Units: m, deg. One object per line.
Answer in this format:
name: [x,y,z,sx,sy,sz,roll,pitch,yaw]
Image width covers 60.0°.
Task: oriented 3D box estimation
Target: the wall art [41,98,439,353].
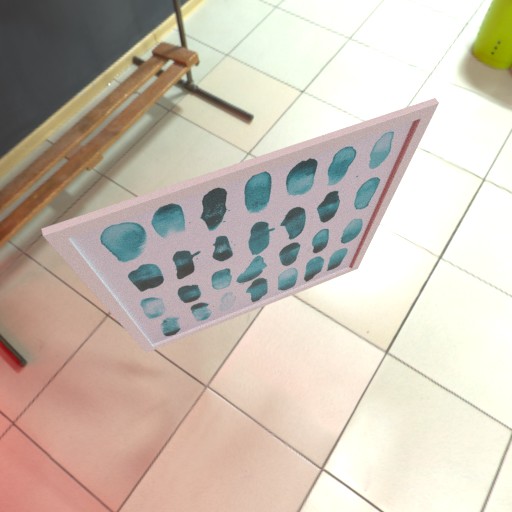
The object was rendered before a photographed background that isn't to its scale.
wall art: [0.000,0.000,0.679,0.456,0.457,0.009,-21,65,-10]
